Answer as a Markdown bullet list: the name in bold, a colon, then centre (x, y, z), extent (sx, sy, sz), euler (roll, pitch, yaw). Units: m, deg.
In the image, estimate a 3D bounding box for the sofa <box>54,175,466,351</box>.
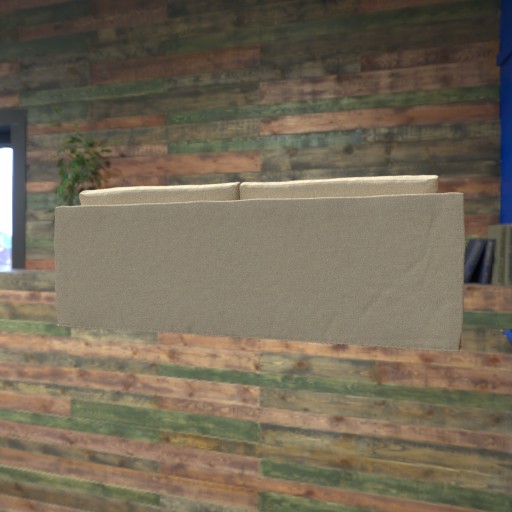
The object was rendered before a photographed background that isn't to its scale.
- **sofa**: centre (0.000, 0.000, 2.790), extent (2.312, 0.853, 0.962), euler (0, 1, 18)
